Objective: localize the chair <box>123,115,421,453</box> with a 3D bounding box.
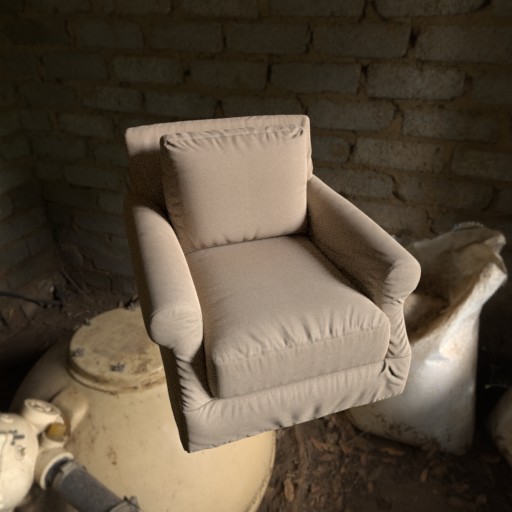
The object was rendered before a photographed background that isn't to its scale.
[{"bbox_3d":[0.000,0.000,1.739,0.940,0.866,1.066,-9,31,-16],"label":"chair"}]
